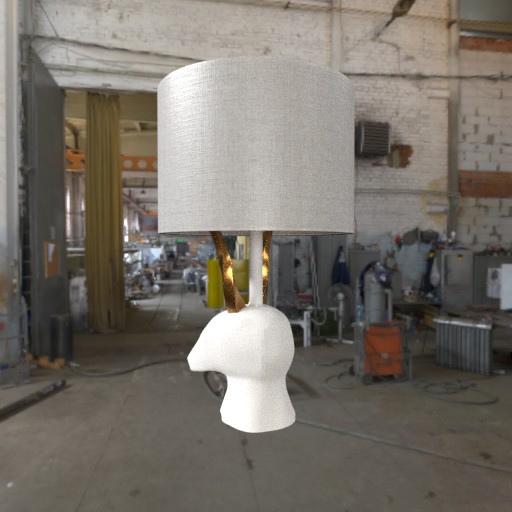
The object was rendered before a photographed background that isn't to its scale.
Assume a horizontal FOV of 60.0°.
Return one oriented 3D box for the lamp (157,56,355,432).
[{"bbox_3d":[0.000,0.000,0.692,0.298,0.503,0.298,1,1,36],"label":"lamp"}]
